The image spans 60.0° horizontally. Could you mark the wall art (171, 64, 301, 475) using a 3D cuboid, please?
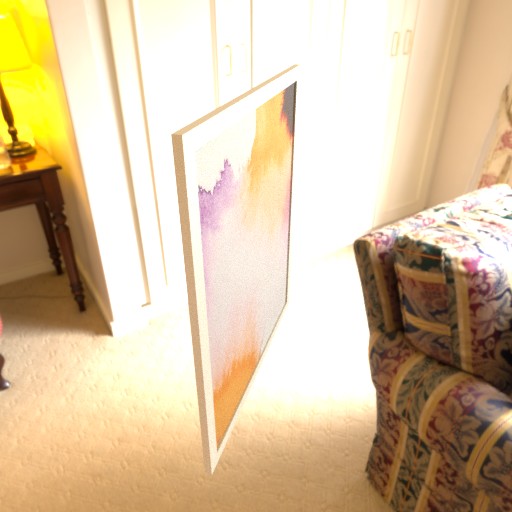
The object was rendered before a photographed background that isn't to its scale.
[{"bbox_3d":[0.000,0.000,0.774,0.012,0.557,0.482,10,33,16],"label":"wall art"}]
